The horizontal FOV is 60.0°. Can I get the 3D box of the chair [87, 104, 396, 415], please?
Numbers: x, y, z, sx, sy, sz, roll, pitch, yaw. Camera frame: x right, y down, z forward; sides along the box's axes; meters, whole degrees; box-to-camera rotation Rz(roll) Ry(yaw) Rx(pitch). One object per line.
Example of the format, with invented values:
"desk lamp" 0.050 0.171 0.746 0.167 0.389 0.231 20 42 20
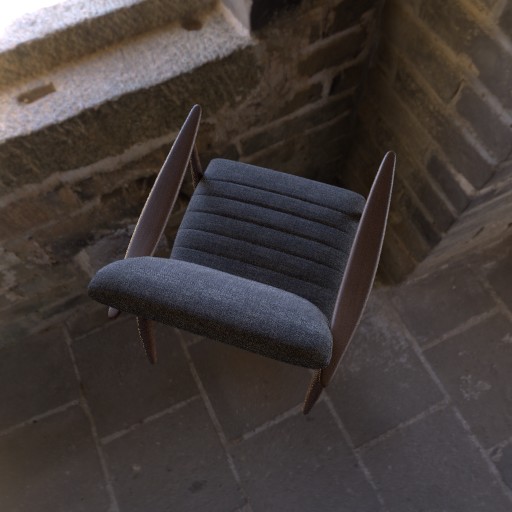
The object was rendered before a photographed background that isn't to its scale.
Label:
"chair" 0.000 0.000 1.457 0.741 0.832 0.798 16 64 8
